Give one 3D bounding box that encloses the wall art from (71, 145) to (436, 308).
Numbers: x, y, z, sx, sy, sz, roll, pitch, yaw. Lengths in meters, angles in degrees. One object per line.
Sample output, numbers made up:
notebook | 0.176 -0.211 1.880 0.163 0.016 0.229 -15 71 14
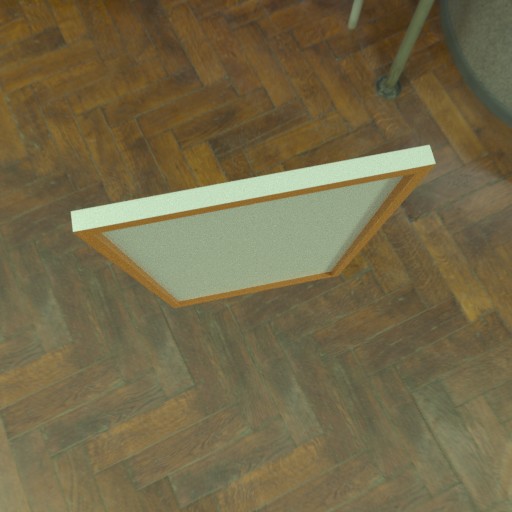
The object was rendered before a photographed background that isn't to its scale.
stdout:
wall art | 0.000 0.000 0.781 0.405 0.608 0.025 -11 76 -3
